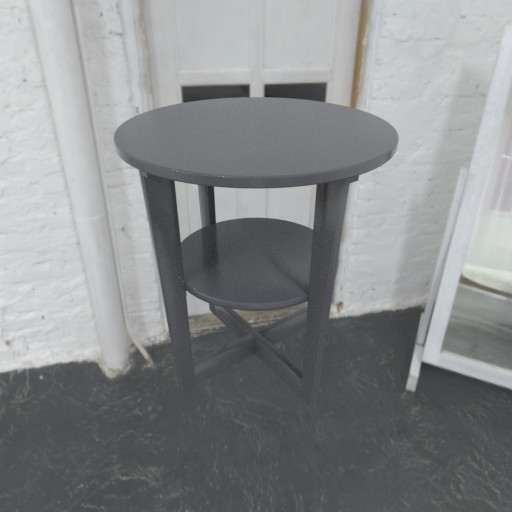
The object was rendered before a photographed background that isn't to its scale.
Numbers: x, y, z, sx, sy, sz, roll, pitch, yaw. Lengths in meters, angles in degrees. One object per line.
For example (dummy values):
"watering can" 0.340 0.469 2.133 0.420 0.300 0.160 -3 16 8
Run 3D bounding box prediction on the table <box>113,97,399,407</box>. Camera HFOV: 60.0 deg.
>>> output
"table" 0.000 0.000 0.946 0.500 0.550 0.500 0 31 0
